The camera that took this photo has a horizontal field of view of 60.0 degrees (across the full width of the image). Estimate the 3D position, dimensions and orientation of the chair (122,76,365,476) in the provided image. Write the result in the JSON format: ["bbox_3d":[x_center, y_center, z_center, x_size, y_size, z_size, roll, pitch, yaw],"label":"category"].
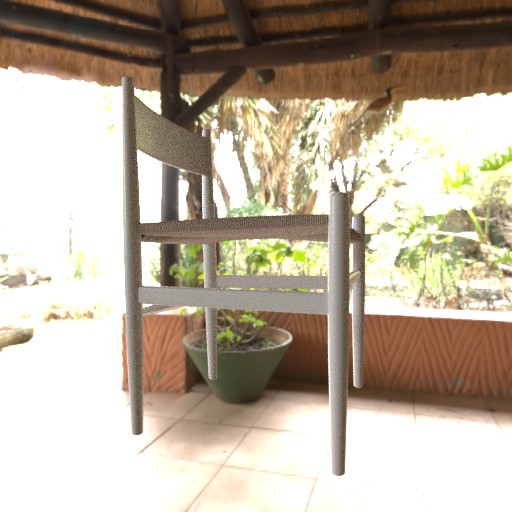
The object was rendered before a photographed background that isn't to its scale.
[{"bbox_3d":[0.000,0.000,1.087,0.495,0.762,0.556,0,1,17],"label":"chair"}]
